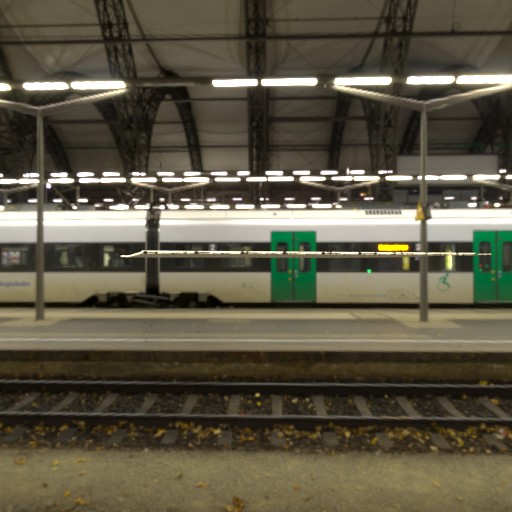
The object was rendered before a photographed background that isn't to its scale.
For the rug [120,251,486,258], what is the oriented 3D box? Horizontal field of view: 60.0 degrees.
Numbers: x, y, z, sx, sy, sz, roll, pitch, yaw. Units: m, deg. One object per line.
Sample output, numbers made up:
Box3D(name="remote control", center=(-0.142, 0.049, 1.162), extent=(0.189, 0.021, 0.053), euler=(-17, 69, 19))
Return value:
Box3D(name="rug", center=(0.000, 0.000, 4.187), extent=(2.342, 0.026, 3.221), euler=(0, -1, -19))
